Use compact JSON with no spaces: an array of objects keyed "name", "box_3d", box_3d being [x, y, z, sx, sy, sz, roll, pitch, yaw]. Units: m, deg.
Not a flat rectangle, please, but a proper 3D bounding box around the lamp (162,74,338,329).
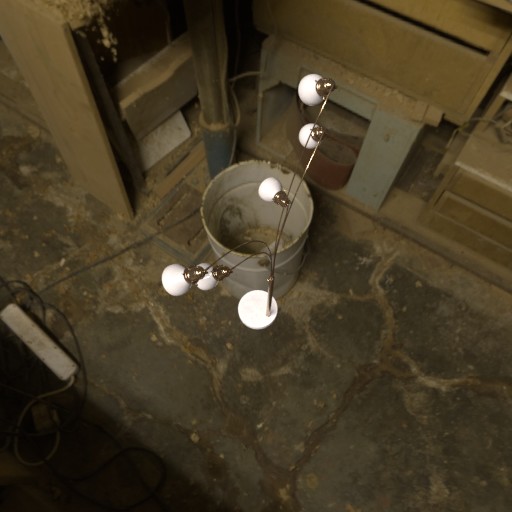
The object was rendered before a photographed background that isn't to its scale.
[{"name":"lamp","box_3d":[0.000,0.000,3.008,0.361,2.423,1.405,33,69,15]}]
